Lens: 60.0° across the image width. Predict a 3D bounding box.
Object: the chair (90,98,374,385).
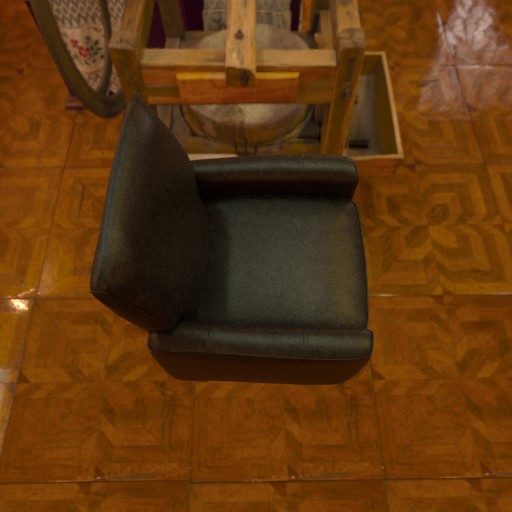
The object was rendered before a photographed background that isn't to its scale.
[{"bbox_3d":[0.000,0.000,1.691,0.864,1.014,0.848,1,64,1],"label":"chair"}]
